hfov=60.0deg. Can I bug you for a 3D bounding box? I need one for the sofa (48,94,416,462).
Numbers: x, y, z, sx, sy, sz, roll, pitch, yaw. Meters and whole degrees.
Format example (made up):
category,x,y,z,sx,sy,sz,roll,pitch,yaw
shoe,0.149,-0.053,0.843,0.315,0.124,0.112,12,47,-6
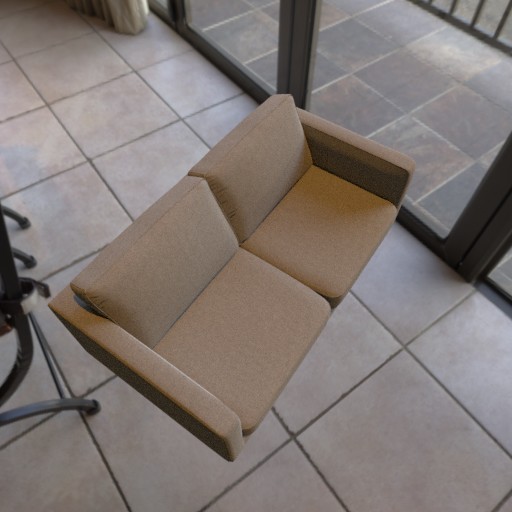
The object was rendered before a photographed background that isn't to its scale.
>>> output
category,x,y,z,sx,sy,sz,roll,pitch,yaw
sofa,0.000,0.000,2.356,1.000,0.900,1.731,30,62,18
